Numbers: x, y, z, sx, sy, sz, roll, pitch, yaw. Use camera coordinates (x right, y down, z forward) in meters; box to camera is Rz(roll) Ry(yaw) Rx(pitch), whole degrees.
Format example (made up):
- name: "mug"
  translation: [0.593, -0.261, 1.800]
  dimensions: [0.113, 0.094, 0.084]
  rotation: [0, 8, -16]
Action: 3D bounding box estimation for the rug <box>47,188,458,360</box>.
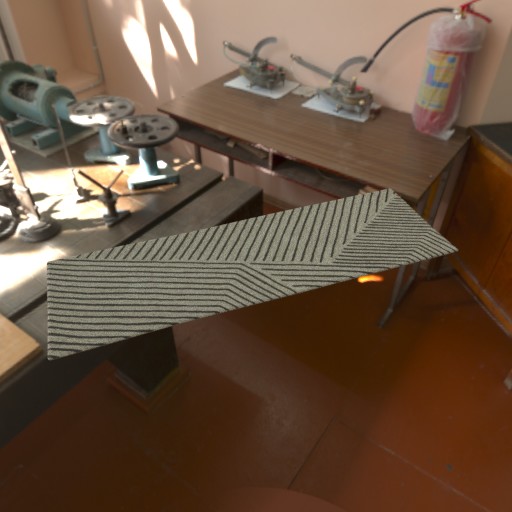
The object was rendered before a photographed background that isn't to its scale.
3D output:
- name: "rug"
  translation: [0.000, 0.000, 2.747]
  dimensions: [2.439, 0.020, 0.773]
  rotation: [-13, 43, -15]
